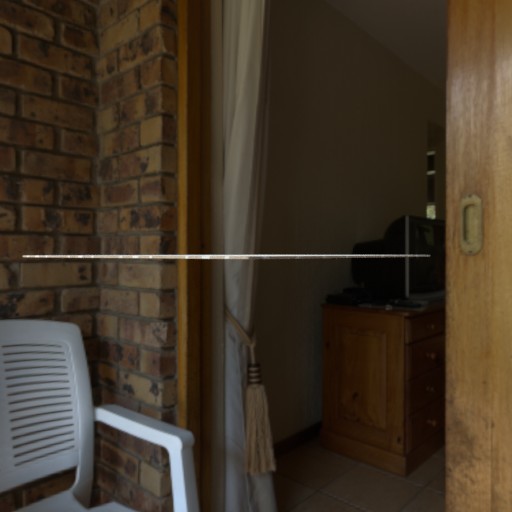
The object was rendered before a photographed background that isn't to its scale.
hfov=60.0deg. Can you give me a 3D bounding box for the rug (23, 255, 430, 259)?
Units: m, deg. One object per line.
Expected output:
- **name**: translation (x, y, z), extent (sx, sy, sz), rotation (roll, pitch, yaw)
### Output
- **rug**: translation (0.000, 0.000, 2.763), extent (1.524, 0.010, 2.134), rotation (0, 0, 37)
